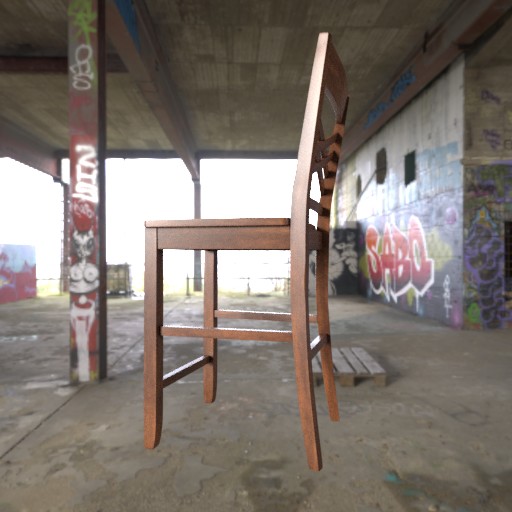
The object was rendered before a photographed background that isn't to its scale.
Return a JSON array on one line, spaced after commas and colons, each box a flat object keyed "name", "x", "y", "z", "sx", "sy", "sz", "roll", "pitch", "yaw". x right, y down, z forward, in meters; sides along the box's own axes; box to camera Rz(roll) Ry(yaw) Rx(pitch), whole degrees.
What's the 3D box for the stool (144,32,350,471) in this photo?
[{"name": "stool", "x": 0.000, "y": 0.000, "z": 1.355, "sx": 0.539, "sy": 1.079, "sz": 0.462, "roll": 0, "pitch": 0, "yaw": 18}]
